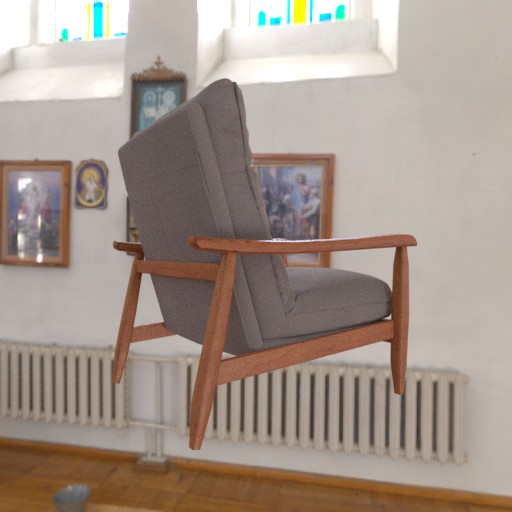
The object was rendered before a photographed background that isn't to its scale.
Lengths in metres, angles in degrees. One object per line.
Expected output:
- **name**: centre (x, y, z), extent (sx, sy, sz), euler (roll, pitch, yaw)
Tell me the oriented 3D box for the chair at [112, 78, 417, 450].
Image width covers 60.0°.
- **chair**: centre (0.000, 0.000, 1.547), extent (0.816, 0.922, 0.782), euler (0, 1, -34)
